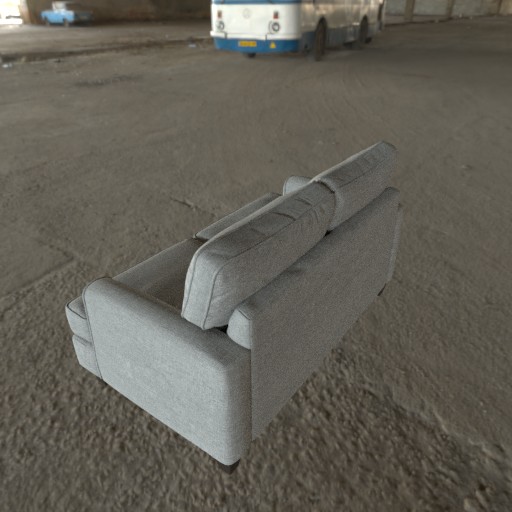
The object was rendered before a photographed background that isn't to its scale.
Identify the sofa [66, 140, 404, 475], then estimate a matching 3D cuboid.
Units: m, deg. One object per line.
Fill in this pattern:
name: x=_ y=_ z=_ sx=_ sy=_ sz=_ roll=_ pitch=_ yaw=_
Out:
sofa: x=0.000 y=0.000 z=2.251 sx=0.965 sy=0.965 sz=1.651 roll=20 pitch=36 yaw=30
